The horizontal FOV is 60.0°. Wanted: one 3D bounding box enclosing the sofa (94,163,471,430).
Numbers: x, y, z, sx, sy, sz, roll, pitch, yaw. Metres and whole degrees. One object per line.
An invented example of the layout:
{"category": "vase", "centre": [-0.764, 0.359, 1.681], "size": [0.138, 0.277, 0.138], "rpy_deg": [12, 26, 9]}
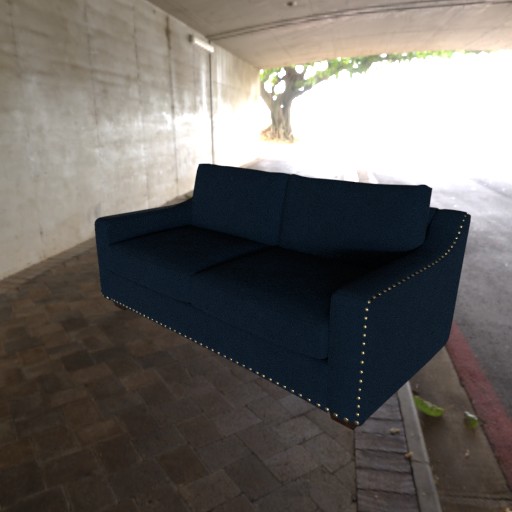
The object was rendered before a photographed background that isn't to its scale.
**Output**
{"category": "sofa", "centre": [0.000, 0.000, 2.744], "size": [2.107, 0.983, 1.104], "rpy_deg": [15, 23, 41]}
